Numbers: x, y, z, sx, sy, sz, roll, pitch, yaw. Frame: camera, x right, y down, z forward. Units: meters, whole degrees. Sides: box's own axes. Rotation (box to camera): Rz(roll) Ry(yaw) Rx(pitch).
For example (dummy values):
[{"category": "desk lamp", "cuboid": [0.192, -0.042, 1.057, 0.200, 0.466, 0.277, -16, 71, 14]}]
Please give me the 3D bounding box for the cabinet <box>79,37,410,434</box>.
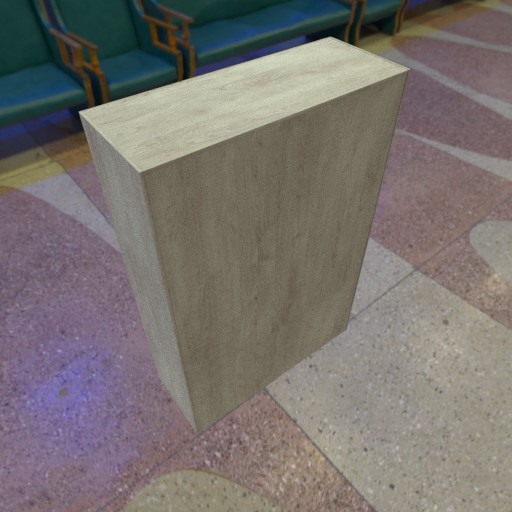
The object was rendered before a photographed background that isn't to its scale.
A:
[{"category": "cabinet", "cuboid": [0.000, 0.000, 2.459, 1.290, 1.910, 0.510, -28, 51, -25]}]
